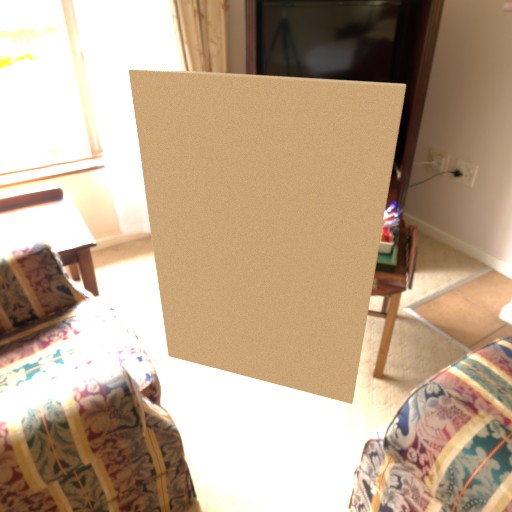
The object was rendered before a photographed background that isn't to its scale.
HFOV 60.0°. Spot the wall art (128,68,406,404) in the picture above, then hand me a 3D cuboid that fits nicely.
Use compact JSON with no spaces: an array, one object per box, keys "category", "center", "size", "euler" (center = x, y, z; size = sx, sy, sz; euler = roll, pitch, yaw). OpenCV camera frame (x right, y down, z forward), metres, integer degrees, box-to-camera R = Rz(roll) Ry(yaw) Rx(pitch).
[{"category":"wall art","center":[0.000,0.000,1.551],"size":[0.808,1.183,0.038],"euler":[10,33,16]}]
